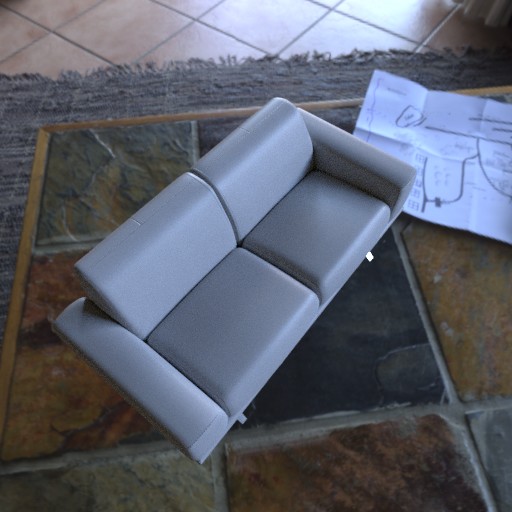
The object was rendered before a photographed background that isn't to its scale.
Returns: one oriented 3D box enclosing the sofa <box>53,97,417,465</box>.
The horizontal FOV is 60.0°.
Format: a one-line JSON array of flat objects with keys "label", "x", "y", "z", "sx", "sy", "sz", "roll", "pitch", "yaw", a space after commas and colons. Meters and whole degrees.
[{"label": "sofa", "x": 0.000, "y": 0.000, "z": 2.365, "sx": 0.900, "sy": 0.772, "sz": 1.901, "roll": 34, "pitch": 64, "yaw": 20}]
